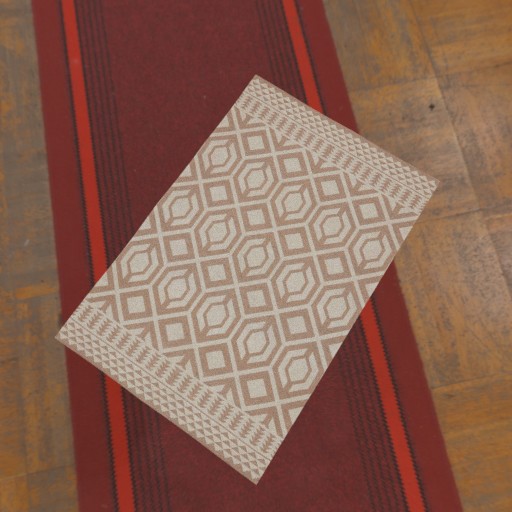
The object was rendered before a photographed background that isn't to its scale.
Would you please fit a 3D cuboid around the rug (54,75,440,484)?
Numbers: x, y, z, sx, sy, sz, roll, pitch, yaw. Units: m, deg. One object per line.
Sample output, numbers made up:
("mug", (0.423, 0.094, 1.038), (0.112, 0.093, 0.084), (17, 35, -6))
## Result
("rug", (0.000, 0.000, 2.335), (1.219, 0.008, 1.829), (33, 78, 8))
